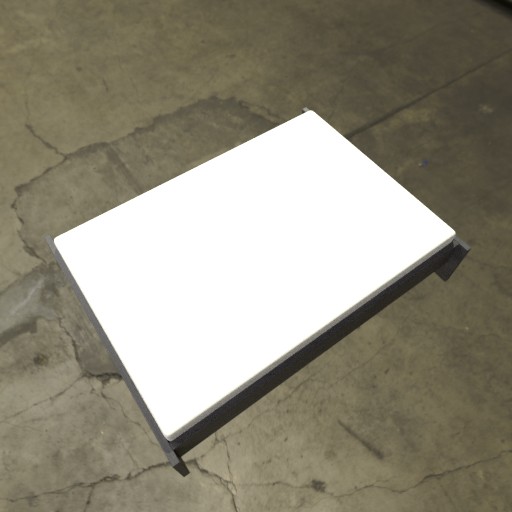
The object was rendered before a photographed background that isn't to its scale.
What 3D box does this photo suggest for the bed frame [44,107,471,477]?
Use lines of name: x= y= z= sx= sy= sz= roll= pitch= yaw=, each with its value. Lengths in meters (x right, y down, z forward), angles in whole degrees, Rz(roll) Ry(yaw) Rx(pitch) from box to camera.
bed frame: x=0.000 y=0.000 z=2.661 sx=1.950 sy=0.432 sz=1.490 roll=-31 pitch=62 yaw=-18
